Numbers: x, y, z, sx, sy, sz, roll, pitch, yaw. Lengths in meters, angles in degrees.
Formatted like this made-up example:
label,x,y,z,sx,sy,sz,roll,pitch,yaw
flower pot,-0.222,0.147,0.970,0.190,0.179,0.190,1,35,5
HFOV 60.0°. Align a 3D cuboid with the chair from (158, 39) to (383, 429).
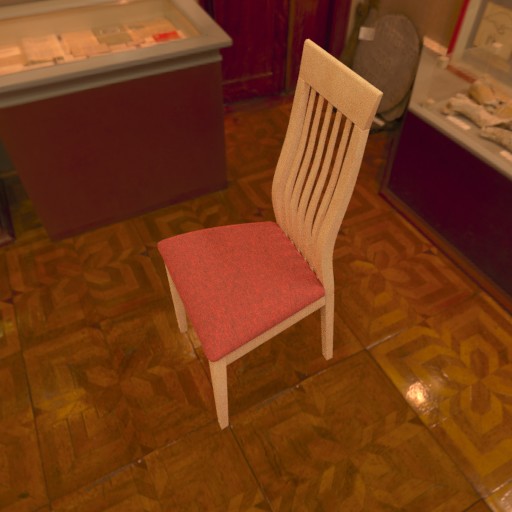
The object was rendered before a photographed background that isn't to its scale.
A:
label,x,y,z,sx,sy,sz,roll,pitch,yaw
chair,0.000,0.000,1.265,0.474,1.027,0.460,-19,50,-17
